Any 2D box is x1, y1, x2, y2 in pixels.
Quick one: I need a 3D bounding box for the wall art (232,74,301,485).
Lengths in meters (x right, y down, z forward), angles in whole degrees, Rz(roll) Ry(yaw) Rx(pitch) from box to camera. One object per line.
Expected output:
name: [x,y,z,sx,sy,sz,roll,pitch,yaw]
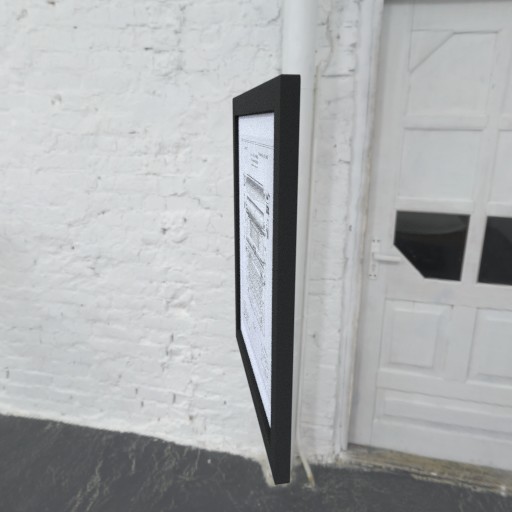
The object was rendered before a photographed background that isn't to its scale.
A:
wall art: [0.000,0.000,0.723,0.021,0.508,0.432,-3,17,-9]
